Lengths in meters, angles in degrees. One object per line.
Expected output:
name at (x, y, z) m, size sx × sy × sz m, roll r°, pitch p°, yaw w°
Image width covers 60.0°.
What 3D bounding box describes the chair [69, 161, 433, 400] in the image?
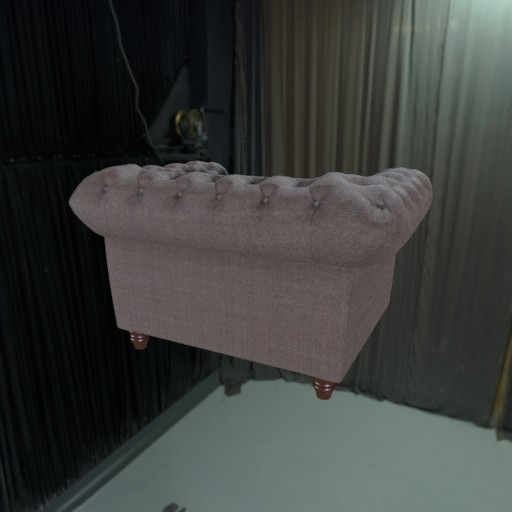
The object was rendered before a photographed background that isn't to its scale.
chair at (0.000, 0.000, 1.905) m, size 1.298 × 0.780 × 0.945 m, roll 8°, pitch 17°, yaw 26°
